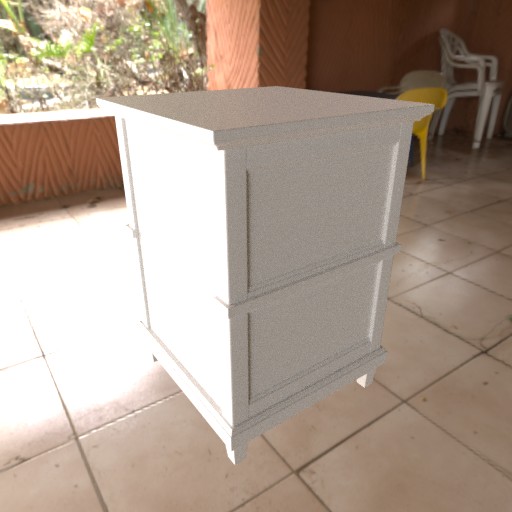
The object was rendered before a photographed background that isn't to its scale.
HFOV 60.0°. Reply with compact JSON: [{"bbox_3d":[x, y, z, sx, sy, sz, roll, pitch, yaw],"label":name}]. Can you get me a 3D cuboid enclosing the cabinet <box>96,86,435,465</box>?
[{"bbox_3d":[0.000,0.000,1.165,0.547,0.775,0.544,-17,31,-32],"label":"cabinet"}]
